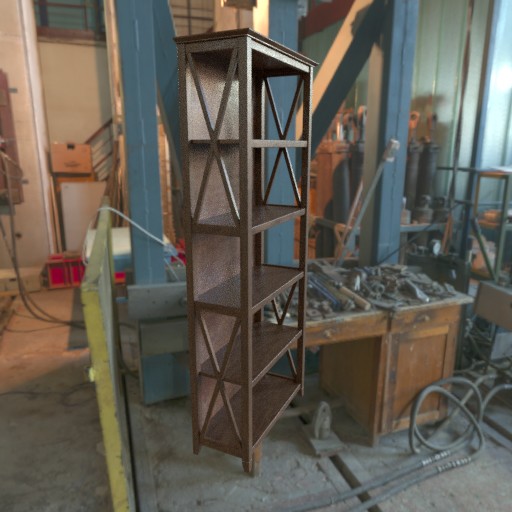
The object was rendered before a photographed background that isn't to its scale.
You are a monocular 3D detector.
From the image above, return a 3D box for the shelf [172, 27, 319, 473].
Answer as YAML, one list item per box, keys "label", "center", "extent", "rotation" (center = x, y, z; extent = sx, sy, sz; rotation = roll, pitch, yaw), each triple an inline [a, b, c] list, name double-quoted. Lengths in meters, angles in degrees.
- label: "shelf"
  center: [0.000, 0.000, 2.240]
  extent: [0.335, 1.905, 0.805]
  rotation: [7, 16, 25]
